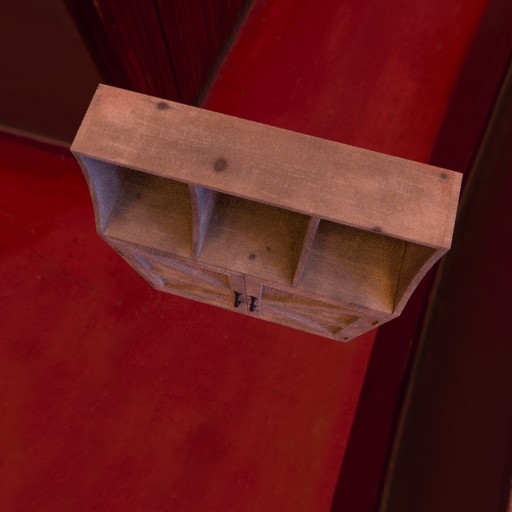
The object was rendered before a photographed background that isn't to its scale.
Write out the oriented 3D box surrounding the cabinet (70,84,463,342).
[{"bbox_3d":[0.000,0.000,0.834,0.489,0.590,0.184,15,74,4],"label":"cabinet"}]
